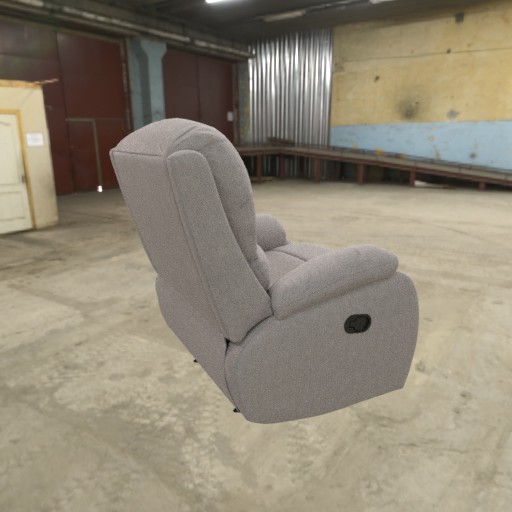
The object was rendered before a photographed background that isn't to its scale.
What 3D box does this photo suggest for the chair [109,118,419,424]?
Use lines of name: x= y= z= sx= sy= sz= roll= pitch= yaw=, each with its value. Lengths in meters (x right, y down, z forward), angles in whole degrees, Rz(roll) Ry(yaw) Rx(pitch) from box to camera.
chair: x=0.000 y=0.000 z=1.728 sx=0.899 sy=1.011 sz=0.930 roll=-8 pitch=16 yaw=-27
